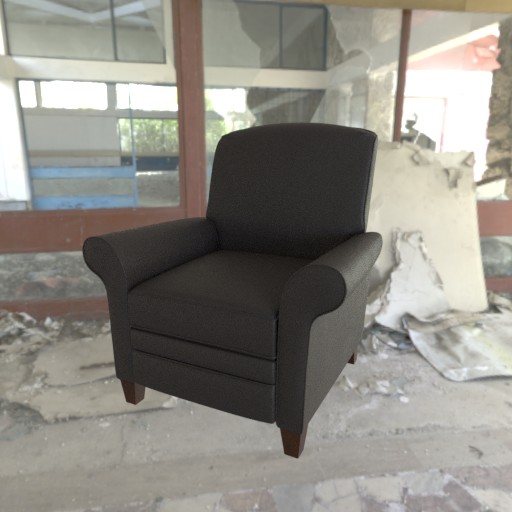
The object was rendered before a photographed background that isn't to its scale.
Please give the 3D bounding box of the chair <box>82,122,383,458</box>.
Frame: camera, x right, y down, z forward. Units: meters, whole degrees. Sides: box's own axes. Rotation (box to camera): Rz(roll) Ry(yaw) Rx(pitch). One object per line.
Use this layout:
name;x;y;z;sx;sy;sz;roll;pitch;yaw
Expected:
chair;0.000;0.000;1.786;0.978;1.061;0.902;7;16;26
